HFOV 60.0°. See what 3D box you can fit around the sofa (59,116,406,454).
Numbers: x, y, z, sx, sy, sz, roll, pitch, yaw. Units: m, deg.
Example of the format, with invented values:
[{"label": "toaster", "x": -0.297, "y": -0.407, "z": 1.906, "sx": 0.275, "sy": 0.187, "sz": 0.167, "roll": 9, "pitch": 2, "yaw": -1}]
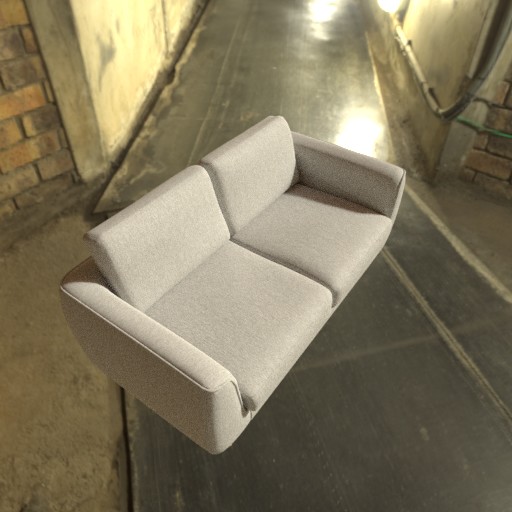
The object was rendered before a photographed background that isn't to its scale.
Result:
[{"label": "sofa", "x": 0.000, "y": 0.000, "z": 2.225, "sx": 0.920, "sy": 0.850, "sz": 1.700, "roll": 26, "pitch": 49, "yaw": 25}]
